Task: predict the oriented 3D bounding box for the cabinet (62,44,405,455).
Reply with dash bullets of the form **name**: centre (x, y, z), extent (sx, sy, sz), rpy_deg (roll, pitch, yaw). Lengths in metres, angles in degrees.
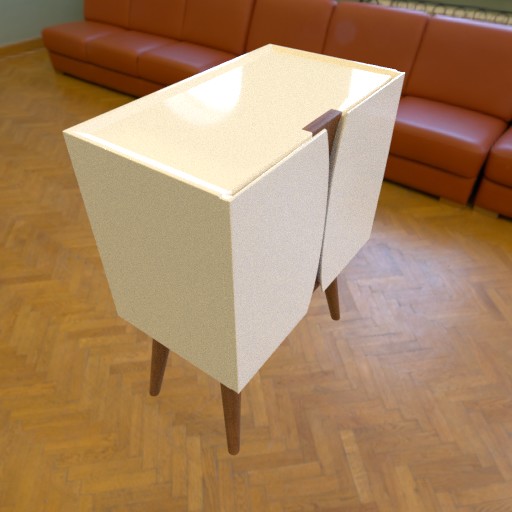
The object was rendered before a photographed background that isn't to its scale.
- **cabinet**: centre (0.000, 0.000, 1.069), extent (0.344, 0.772, 0.591), rpy_deg (25, 47, 26)
